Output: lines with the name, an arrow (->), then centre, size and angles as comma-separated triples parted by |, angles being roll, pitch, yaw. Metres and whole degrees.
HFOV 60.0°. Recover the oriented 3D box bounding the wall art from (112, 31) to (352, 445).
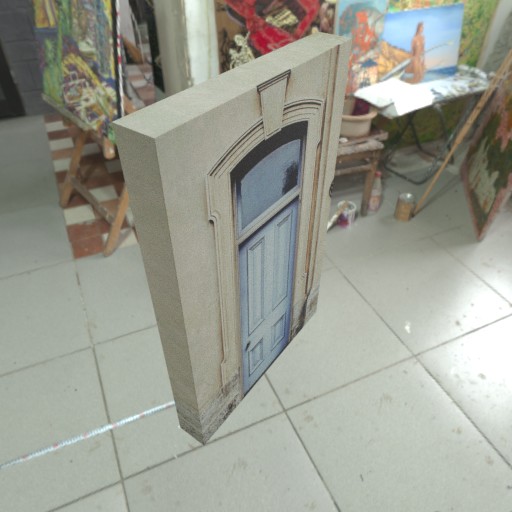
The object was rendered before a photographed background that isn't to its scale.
wall art -> 0.000, 0.000, 0.470 | 0.038, 0.381, 0.254 | 26, 47, 26
